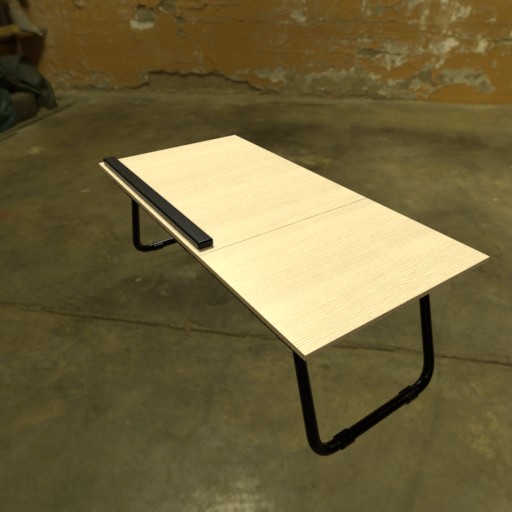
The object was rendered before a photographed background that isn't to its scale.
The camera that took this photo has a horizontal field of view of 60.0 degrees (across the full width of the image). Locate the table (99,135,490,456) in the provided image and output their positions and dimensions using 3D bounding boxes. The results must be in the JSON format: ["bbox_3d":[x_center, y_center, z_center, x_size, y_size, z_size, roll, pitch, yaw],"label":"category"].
[{"bbox_3d":[0.000,0.000,0.799,0.322,0.242,0.644,-20,38,-29],"label":"table"}]
